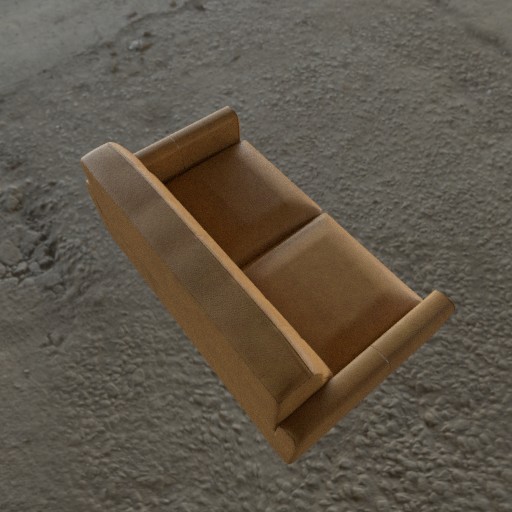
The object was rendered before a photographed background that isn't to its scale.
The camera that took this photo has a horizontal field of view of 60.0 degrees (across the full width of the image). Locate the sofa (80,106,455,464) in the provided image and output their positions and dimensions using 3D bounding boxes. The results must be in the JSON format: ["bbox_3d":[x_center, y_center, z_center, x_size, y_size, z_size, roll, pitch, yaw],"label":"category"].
[{"bbox_3d":[0.000,0.000,2.227,0.952,0.925,1.651,-34,64,-19],"label":"sofa"}]
